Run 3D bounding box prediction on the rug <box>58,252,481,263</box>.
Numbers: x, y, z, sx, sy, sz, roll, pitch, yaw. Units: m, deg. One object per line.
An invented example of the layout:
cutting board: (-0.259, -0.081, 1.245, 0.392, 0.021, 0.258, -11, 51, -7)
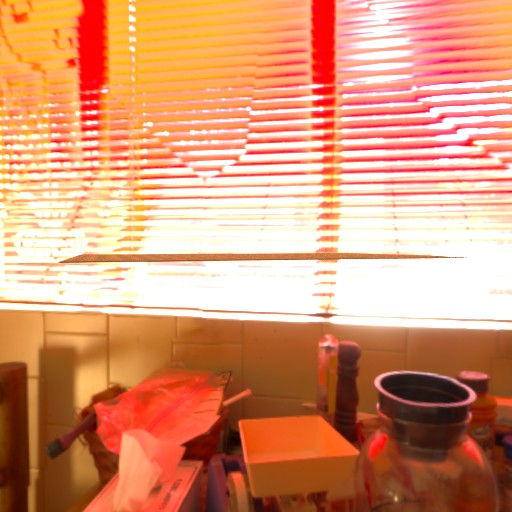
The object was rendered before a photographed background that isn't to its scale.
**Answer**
rug: (0.000, 0.000, 2.370, 1.828, 0.007, 1.220, 0, 1, -19)
